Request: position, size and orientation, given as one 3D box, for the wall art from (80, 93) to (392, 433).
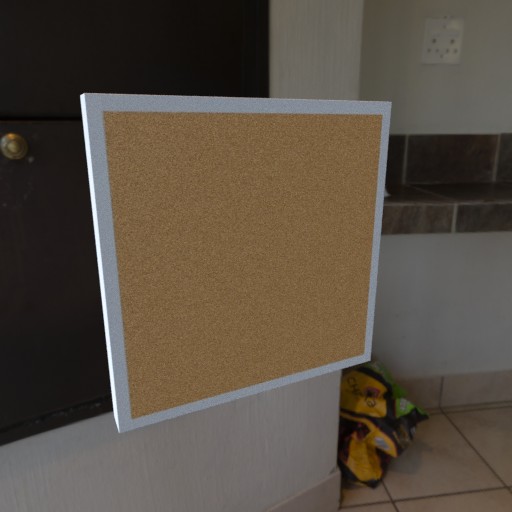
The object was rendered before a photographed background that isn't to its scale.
[{"bbox_3d":[0.000,0.000,0.608,0.406,0.406,0.038,-8,18,-25],"label":"wall art"}]
